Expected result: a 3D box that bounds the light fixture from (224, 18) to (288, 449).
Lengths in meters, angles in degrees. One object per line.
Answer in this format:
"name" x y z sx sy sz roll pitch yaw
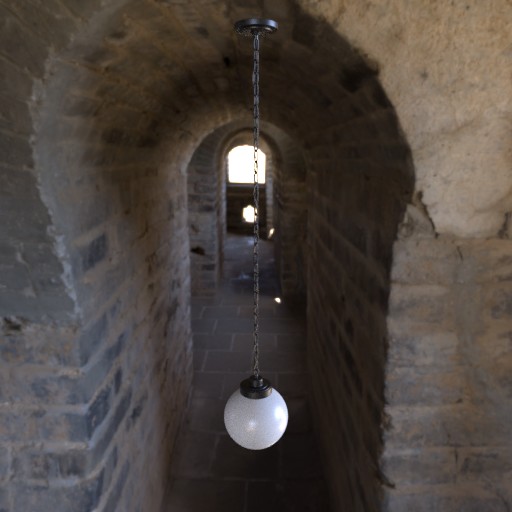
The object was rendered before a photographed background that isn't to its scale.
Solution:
"light fixture" 0.000 0.000 1.951 0.304 1.867 0.305 12 18 43
